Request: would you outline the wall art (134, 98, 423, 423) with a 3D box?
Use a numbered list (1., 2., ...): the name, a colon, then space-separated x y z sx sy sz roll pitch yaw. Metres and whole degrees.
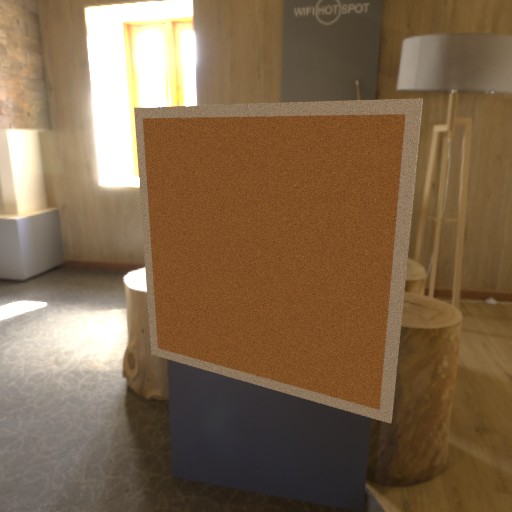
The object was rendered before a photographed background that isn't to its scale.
1. wall art: 0.000 0.000 0.858 0.558 0.559 0.009 8 18 27
